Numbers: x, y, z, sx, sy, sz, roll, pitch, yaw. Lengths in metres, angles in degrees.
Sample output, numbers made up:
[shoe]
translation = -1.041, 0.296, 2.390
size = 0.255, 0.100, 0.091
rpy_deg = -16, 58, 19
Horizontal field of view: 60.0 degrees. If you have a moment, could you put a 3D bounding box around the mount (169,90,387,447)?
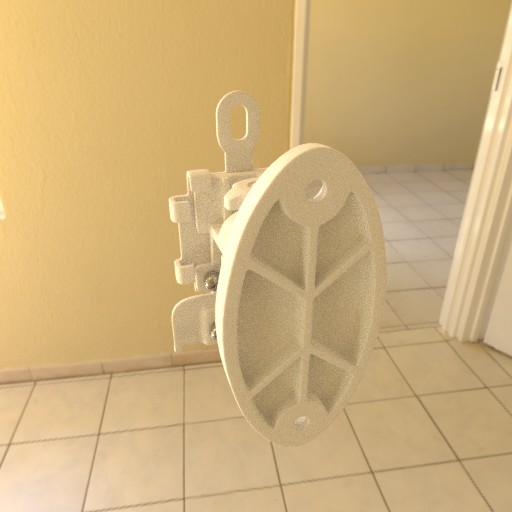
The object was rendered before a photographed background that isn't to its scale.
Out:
[mount]
translation = 0.000, 0.000, 0.175
size = 0.066, 0.118, 0.100
rpy_deg = -8, 28, -16
